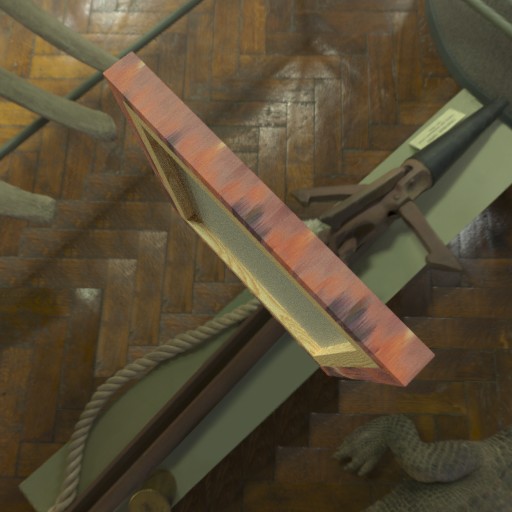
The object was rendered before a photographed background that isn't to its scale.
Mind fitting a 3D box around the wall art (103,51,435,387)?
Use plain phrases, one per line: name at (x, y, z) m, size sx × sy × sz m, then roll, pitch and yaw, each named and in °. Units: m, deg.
wall art at (0.000, 0.000, 0.599) m, size 0.038 × 0.406 × 0.403 m, roll -42°, pitch 80°, yaw -9°
